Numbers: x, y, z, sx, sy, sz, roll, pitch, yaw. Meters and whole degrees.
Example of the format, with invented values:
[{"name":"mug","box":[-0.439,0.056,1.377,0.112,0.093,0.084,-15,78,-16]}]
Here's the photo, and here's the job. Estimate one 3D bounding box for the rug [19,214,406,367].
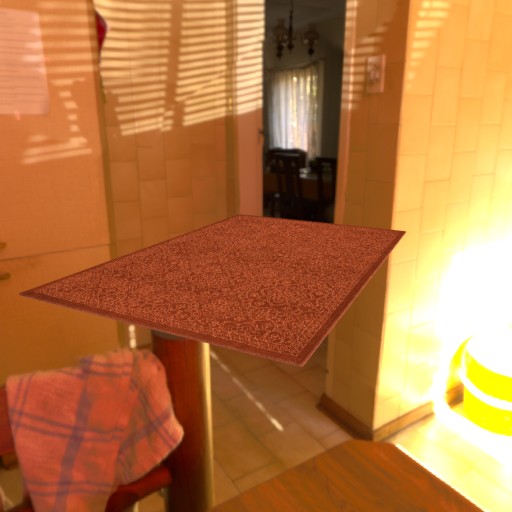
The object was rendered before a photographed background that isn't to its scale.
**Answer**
[{"name":"rug","box":[0.000,0.000,2.297,1.219,0.010,1.829,8,19,26]}]
